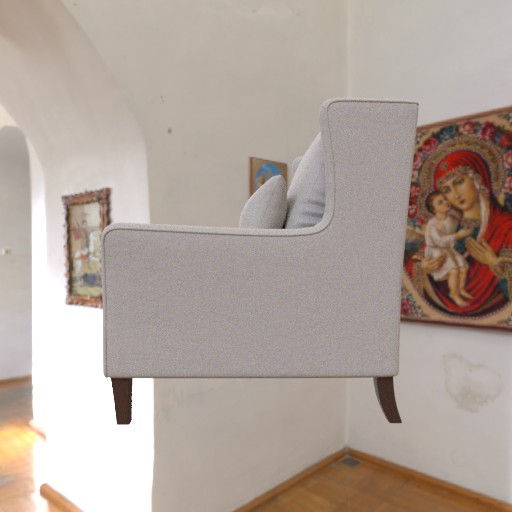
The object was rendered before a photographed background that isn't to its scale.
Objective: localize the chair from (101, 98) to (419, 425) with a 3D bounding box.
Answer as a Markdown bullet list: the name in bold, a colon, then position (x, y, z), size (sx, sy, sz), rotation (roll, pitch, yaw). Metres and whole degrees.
- **chair**: position (0.000, 0.000, 1.841), size (1.040, 1.056, 0.982), rotation (0, 1, -1)
